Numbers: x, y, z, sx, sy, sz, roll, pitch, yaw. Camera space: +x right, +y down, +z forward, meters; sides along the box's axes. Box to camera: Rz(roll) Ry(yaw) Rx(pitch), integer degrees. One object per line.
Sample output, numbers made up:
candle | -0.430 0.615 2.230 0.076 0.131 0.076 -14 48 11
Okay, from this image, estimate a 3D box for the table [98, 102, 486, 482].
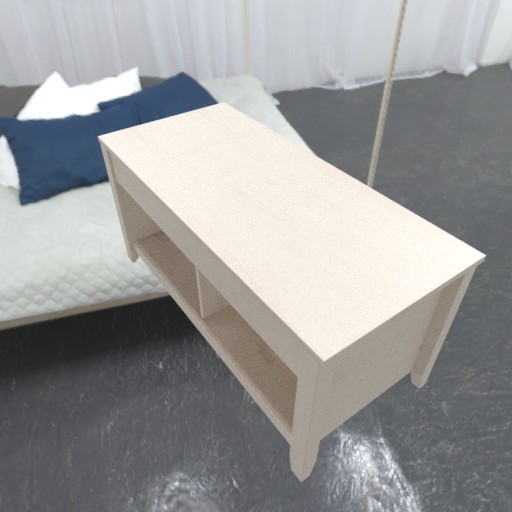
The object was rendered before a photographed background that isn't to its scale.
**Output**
table | 0.000 0.000 1.295 0.457 0.483 1.016 -25 47 -26
